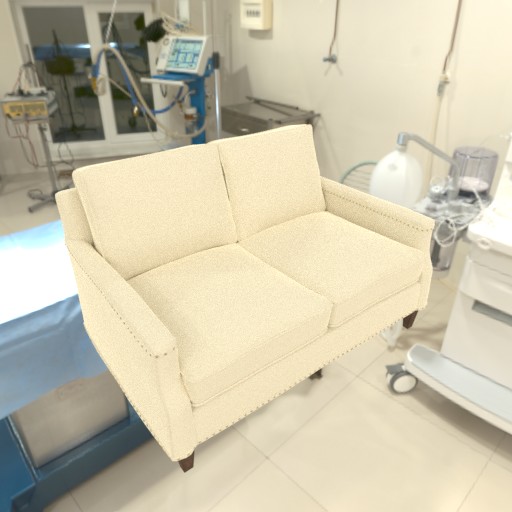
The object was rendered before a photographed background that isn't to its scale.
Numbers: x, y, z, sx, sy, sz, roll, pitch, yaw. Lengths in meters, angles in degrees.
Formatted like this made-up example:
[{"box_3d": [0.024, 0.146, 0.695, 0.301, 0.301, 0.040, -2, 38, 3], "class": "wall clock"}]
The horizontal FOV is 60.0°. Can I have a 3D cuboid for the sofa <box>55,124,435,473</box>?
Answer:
[{"box_3d": [0.000, 0.000, 2.220, 1.597, 1.003, 1.084, -21, 36, -32], "class": "sofa"}]
